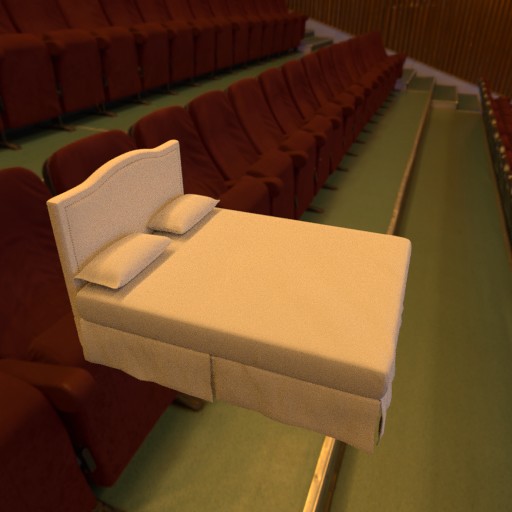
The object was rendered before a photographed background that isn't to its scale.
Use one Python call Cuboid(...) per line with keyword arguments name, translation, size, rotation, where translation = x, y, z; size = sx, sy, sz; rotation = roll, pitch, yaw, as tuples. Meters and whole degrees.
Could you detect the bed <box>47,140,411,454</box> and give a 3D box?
Cuboid(name="bed", translation=(0.000, 0.000, 3.669), size=(2.477, 1.437, 1.977), rotation=(11, 31, 18))
